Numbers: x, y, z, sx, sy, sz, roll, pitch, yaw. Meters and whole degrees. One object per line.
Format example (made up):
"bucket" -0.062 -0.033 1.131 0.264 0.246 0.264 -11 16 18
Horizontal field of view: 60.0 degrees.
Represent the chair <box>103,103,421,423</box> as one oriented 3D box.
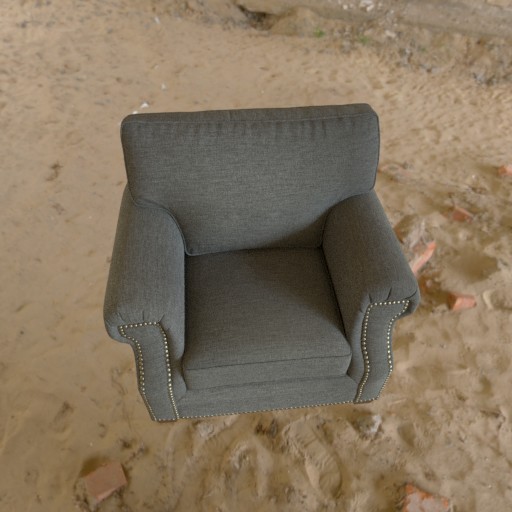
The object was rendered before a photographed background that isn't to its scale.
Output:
"chair" 0.000 0.000 1.798 1.092 0.961 0.965 -4 46 -4
